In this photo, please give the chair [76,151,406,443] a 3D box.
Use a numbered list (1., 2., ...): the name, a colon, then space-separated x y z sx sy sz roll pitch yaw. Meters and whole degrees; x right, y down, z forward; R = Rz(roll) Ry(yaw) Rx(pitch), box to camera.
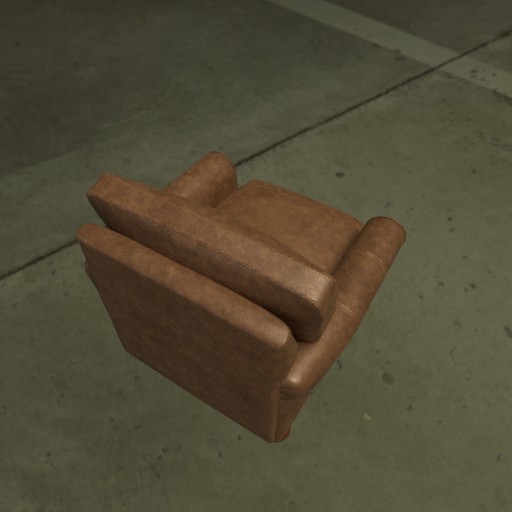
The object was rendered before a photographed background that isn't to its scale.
1. chair: 0.000 0.000 1.798 0.996 0.976 1.002 25 53 21
